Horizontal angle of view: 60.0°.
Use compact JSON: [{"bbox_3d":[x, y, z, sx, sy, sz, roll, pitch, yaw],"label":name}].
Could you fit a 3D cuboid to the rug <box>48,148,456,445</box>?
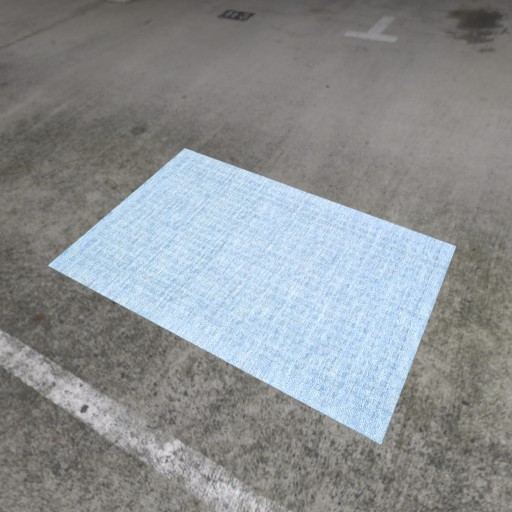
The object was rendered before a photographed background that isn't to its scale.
[{"bbox_3d":[0.000,0.000,2.978,2.286,0.006,1.522,23,52,19],"label":"rug"}]
